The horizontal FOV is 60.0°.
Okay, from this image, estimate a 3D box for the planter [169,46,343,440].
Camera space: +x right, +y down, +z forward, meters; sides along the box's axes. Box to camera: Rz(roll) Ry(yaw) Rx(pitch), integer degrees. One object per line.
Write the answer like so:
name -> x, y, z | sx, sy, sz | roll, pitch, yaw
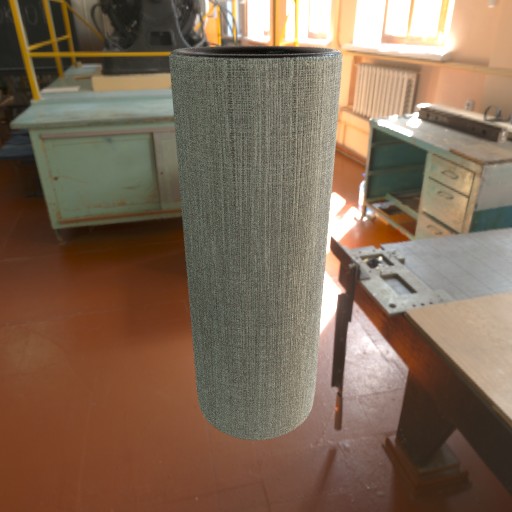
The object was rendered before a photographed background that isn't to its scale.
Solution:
planter -> 0.000, 0.000, 0.320 | 0.100, 0.270, 0.100 | 10, 29, 18
